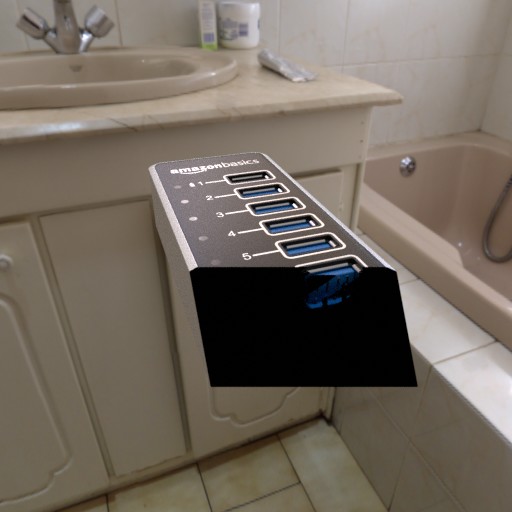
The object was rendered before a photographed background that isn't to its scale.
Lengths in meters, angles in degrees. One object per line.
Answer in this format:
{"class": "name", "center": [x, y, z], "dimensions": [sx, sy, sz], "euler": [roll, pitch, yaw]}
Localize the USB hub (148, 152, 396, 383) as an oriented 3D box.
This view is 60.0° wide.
{"class": "USB hub", "center": [0.000, 0.000, 0.126], "dimensions": [0.044, 0.023, 0.110], "euler": [-10, 33, -16]}
